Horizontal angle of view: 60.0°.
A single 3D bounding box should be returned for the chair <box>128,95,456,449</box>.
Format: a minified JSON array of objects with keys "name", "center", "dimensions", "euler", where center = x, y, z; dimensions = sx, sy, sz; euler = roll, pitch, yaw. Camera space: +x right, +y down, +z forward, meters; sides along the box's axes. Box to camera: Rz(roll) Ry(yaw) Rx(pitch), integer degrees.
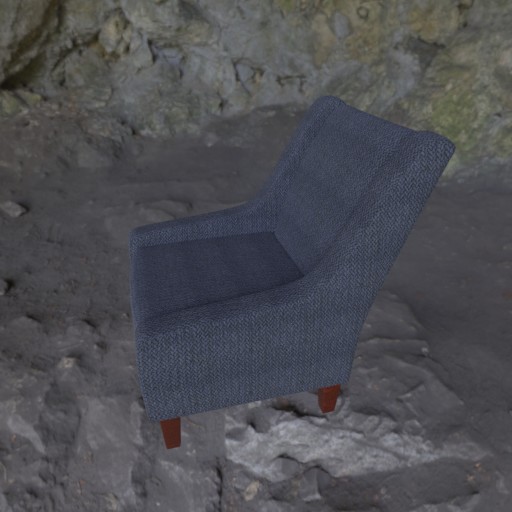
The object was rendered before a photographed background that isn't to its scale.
[{"name":"chair","center":[0.000,0.000,1.666],"dimensions":[0.944,1.012,0.793],"euler":[-8,29,-14]}]
